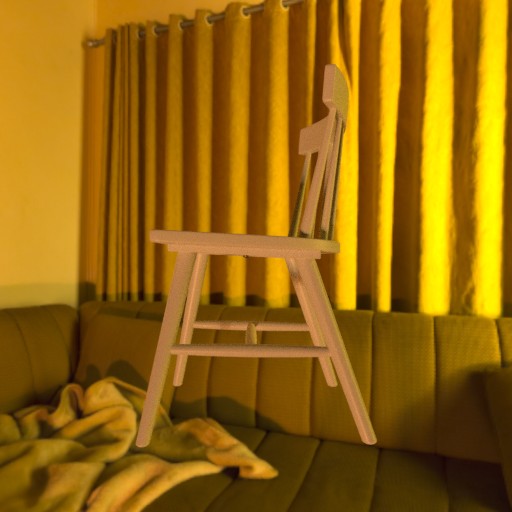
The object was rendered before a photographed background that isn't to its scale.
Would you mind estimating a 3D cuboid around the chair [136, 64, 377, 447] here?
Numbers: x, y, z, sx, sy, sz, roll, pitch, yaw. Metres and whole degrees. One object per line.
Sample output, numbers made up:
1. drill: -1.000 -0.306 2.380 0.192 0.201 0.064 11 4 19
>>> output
1. chair: 0.000 0.000 1.138 0.500 0.787 0.483 0 0 -1
